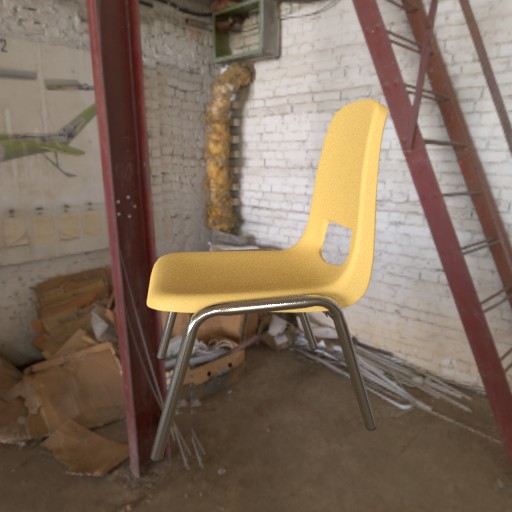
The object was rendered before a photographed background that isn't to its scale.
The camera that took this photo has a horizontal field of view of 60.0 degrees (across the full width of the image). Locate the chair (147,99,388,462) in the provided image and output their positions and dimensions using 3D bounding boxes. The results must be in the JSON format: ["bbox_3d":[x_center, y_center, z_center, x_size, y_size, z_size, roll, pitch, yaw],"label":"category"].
[{"bbox_3d":[0.000,0.000,0.797,0.385,0.536,0.354,-2,14,-10],"label":"chair"}]
